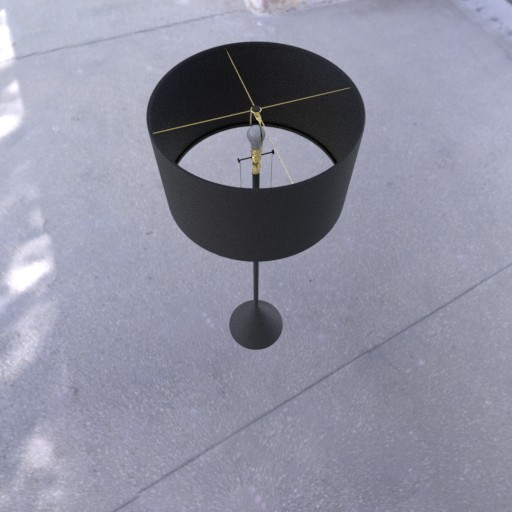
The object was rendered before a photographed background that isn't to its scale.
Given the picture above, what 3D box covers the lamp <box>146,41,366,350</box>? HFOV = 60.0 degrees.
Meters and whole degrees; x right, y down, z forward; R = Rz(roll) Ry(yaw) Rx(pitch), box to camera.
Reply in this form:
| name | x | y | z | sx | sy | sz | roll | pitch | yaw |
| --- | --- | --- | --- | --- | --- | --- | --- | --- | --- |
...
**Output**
| name | x | y | z | sx | sy | sz | roll | pitch | yaw |
| --- | --- | --- | --- | --- | --- | --- | --- | --- | --- |
| lamp | 0.000 | 0.000 | 1.827 | 0.580 | 1.526 | 0.580 | -16 | 60 | -10 |
